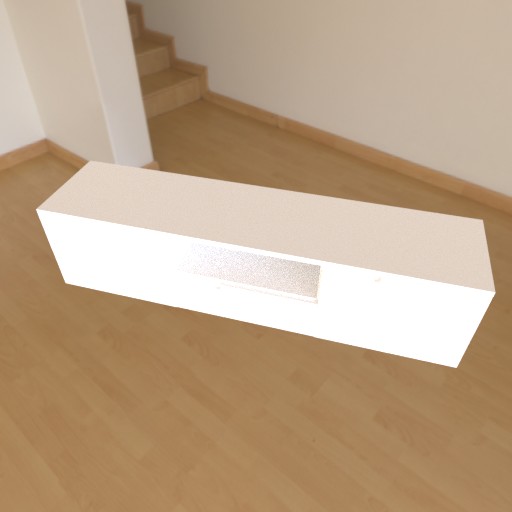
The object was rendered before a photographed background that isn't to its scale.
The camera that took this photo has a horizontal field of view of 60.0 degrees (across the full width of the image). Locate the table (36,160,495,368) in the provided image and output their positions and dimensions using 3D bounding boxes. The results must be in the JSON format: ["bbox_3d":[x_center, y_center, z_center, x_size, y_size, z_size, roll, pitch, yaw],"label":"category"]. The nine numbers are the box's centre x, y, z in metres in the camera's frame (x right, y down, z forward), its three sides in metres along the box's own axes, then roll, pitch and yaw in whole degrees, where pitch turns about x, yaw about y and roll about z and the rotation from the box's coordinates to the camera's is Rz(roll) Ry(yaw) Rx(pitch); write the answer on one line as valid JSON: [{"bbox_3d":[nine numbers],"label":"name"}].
[{"bbox_3d":[0.000,0.000,1.820,1.650,0.420,0.390,10,43,12],"label":"table"}]
